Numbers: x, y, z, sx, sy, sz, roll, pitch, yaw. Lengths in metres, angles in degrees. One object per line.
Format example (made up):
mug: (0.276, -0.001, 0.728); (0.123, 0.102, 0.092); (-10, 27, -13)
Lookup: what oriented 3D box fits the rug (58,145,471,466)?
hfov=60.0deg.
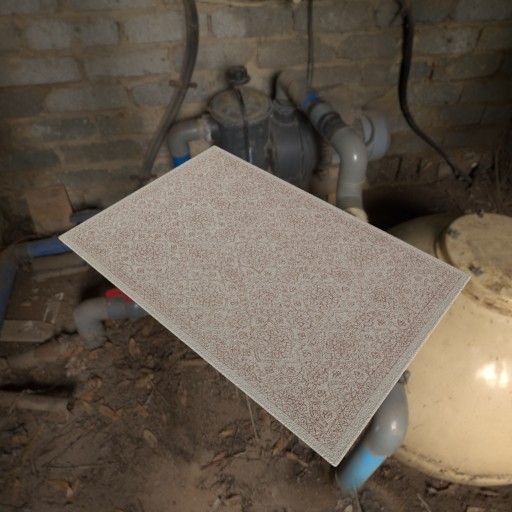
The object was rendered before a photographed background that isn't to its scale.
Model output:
rug: (0.000, 0.000, 2.338); (1.829, 0.010, 1.219); (32, 54, 27)
